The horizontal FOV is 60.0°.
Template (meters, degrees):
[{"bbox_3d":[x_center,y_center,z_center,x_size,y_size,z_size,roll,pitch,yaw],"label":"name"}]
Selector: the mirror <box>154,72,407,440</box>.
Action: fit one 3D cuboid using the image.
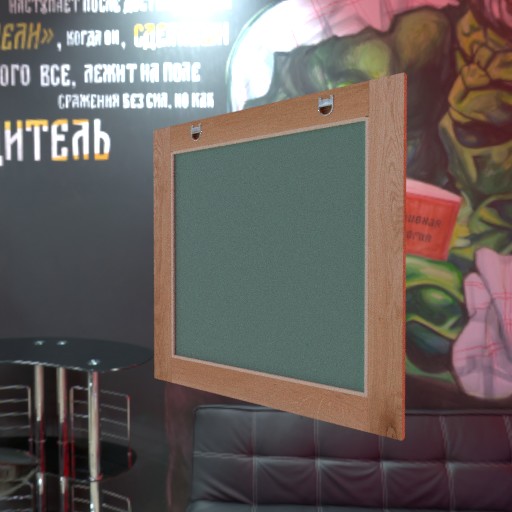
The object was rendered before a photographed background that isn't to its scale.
[{"bbox_3d":[0.000,0.000,1.203,0.800,0.800,0.020,1,1,36],"label":"mirror"}]
